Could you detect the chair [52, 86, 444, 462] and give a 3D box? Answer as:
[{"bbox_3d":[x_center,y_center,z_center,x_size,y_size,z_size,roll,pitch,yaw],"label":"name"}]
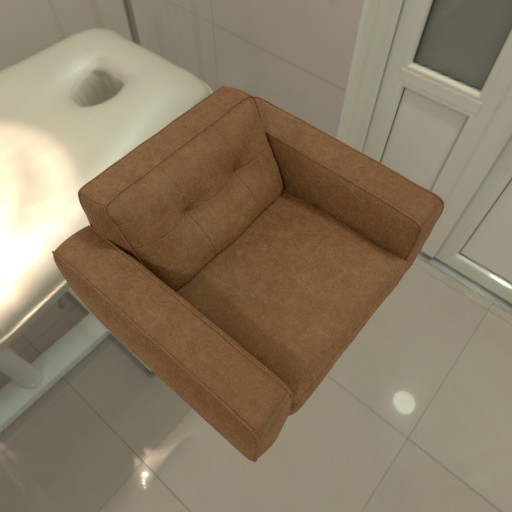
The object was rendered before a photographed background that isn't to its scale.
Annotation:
[{"bbox_3d":[0.000,0.000,1.713,0.952,0.782,1.118,36,64,20],"label":"chair"}]
